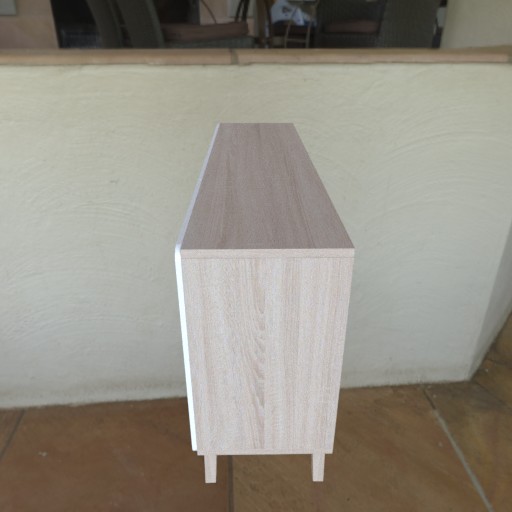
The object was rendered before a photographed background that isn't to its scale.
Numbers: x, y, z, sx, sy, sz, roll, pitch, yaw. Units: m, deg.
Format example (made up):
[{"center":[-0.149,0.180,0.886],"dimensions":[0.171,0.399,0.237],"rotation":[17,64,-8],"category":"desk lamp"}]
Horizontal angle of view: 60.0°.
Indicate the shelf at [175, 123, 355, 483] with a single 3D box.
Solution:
[{"center":[0.000,0.000,1.782],"dimensions":[0.400,0.780,1.490],"rotation":[0,27,-1],"category":"shelf"}]
